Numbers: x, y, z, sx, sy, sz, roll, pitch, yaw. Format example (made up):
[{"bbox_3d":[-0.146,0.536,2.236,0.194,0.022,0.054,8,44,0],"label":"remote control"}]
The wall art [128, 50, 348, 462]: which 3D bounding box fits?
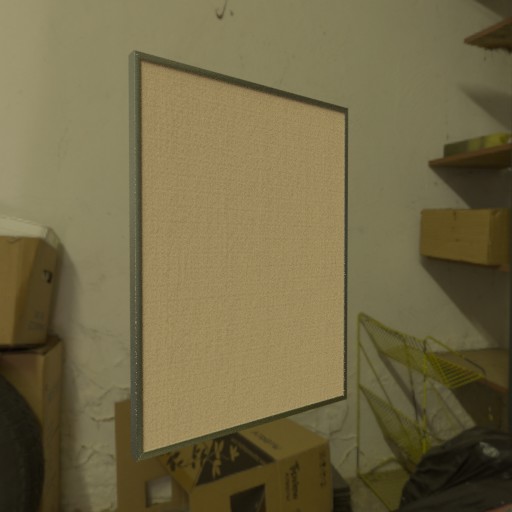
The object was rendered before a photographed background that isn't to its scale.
[{"bbox_3d":[0.000,0.000,1.396,0.803,1.062,0.041,-1,2,-36],"label":"wall art"}]
